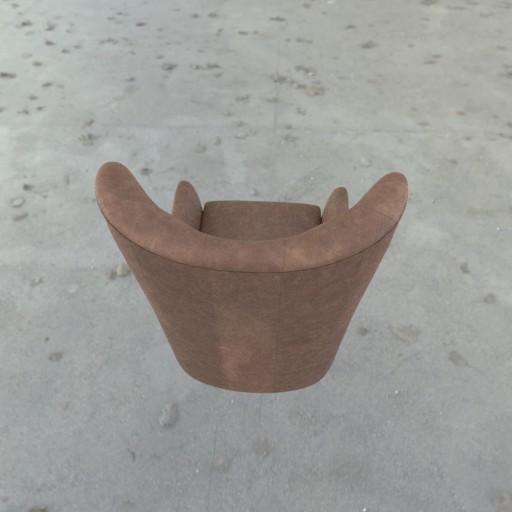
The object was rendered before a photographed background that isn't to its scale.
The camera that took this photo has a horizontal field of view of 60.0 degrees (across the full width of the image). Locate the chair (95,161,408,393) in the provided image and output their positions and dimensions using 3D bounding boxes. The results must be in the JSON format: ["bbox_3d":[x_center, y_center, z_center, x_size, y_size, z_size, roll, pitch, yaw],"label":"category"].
[{"bbox_3d":[0.000,0.000,1.700,0.831,1.079,0.930,3,46,3],"label":"chair"}]
